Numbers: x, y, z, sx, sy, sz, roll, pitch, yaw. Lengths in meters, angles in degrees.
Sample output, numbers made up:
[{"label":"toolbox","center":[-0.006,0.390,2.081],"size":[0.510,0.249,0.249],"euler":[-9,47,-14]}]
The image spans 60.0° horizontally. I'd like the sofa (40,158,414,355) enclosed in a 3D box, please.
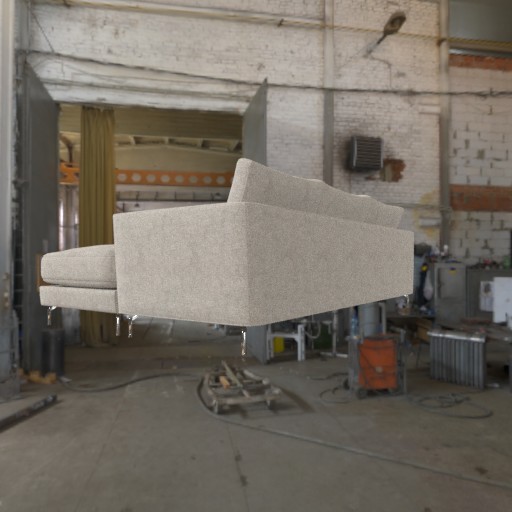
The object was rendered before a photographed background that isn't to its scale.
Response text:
[{"label":"sofa","center":[0.000,0.000,3.241],"size":[1.626,0.864,2.438],"euler":[0,-1,35]}]
